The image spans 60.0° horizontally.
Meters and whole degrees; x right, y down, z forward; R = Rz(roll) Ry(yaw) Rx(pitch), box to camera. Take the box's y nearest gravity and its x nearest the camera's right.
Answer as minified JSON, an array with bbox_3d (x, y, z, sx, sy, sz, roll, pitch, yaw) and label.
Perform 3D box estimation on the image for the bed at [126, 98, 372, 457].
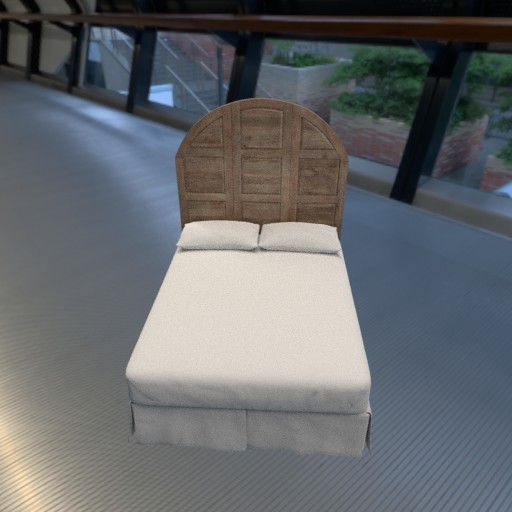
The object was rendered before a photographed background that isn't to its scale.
[{"bbox_3d":[0.000,0.000,3.492,1.713,2.002,2.112,2,30,3],"label":"bed"}]
